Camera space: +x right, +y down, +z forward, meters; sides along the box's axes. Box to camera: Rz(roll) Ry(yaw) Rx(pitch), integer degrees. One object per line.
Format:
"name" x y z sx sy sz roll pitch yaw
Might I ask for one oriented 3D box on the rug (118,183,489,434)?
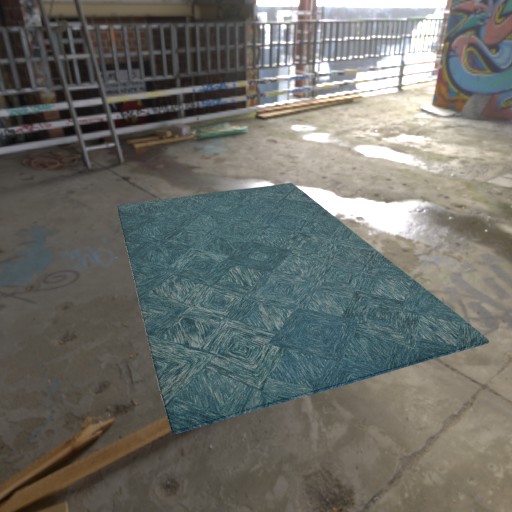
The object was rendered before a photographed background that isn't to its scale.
"rug" 0.000 0.000 2.098 1.136 0.017 1.728 -10 31 -17
